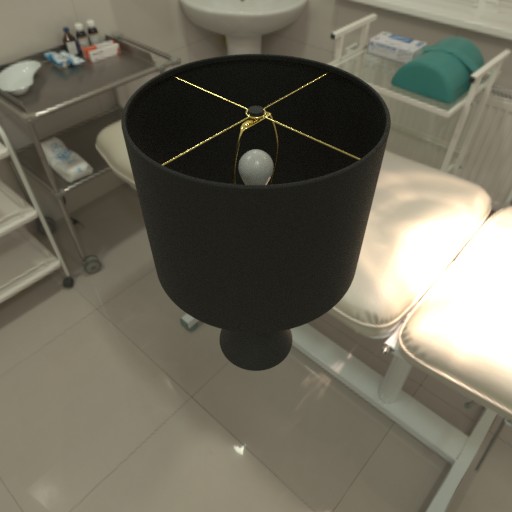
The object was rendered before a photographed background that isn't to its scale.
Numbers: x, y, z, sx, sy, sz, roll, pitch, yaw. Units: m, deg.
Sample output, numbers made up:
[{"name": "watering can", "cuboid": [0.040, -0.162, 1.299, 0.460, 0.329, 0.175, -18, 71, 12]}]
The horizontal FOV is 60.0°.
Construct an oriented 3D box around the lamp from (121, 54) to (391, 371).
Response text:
[{"name": "lamp", "cuboid": [0.000, 0.000, 0.812, 0.359, 0.584, 0.359, 33, 54, 28]}]
